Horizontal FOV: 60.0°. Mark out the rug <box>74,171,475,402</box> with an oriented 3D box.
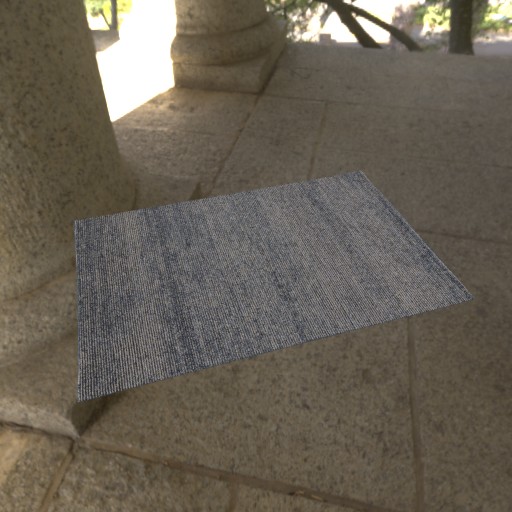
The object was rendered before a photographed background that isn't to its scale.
[{"bbox_3d":[0.000,0.000,2.213,1.740,0.010,1.135,-12,44,-12],"label":"rug"}]
